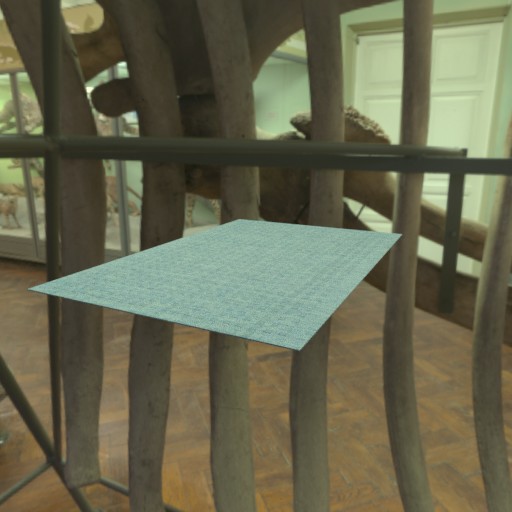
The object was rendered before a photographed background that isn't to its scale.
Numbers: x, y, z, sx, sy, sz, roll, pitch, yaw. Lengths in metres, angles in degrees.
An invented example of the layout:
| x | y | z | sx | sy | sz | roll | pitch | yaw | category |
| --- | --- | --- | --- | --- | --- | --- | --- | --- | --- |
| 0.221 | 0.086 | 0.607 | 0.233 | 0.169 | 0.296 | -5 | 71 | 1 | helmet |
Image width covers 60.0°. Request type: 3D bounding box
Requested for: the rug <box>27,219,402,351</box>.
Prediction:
| x | y | z | sx | sy | sz | roll | pitch | yaw | category |
| --- | --- | --- | --- | --- | --- | --- | --- | --- | --- |
| 0.000 | 0.000 | 2.969 | 1.522 | 0.006 | 2.286 | 7 | 17 | 26 | rug |
